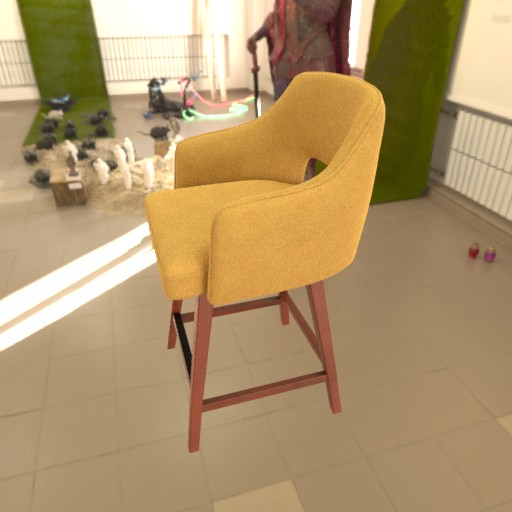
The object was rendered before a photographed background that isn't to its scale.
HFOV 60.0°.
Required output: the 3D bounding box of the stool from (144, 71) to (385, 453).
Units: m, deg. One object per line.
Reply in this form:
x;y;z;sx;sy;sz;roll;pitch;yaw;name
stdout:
0.000;0.000;1.258;0.558;0.924;0.548;-9;32;-15;stool
